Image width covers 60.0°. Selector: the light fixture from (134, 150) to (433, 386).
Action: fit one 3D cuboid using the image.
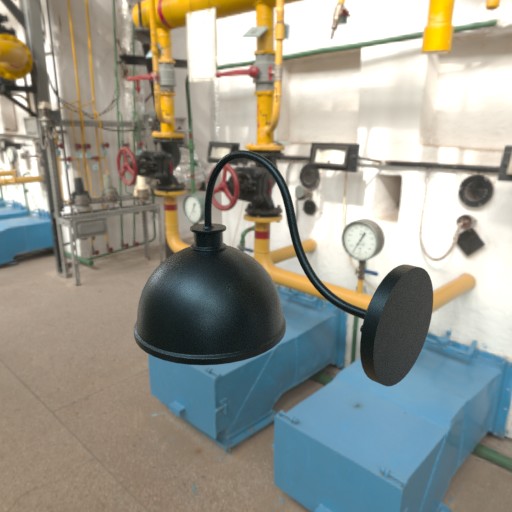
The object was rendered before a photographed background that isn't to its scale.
[{"bbox_3d":[0.000,0.000,0.638,0.467,0.295,0.253,16,22,43],"label":"light fixture"}]
